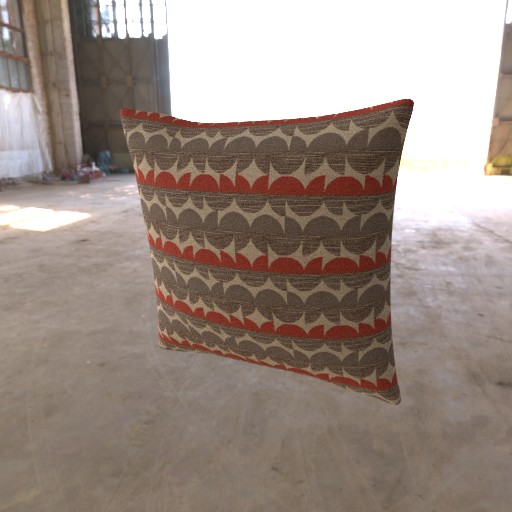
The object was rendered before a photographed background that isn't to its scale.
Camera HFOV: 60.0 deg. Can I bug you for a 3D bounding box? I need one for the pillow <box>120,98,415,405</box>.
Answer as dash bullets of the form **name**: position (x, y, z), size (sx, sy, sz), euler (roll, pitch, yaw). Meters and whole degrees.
- **pillow**: position (0.000, 0.000, 0.633), size (0.420, 0.410, 0.180), euler (7, 17, 26)
